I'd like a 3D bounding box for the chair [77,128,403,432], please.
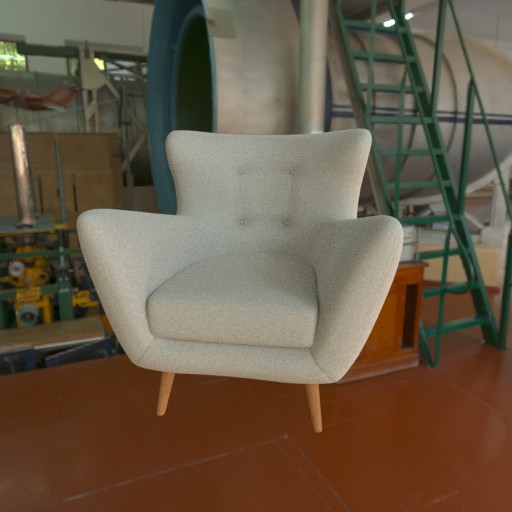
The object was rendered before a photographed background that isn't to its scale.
[{"bbox_3d":[0.000,0.000,1.575,0.890,0.889,0.889,2,13,10],"label":"chair"}]
